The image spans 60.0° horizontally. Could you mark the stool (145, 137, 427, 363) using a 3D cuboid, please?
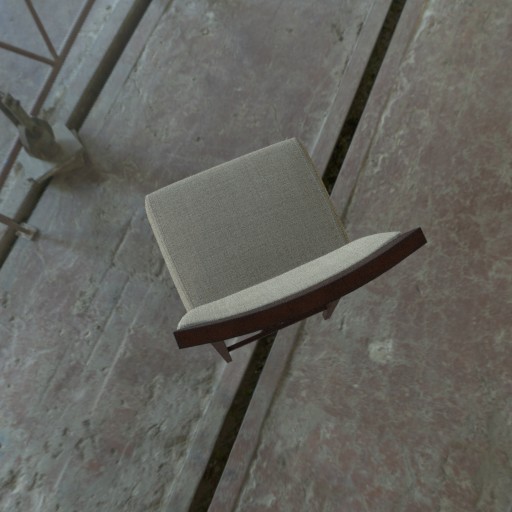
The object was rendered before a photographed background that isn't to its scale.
[{"bbox_3d":[0.000,0.000,1.259,0.463,1.011,0.480,-23,77,-6],"label":"stool"}]
